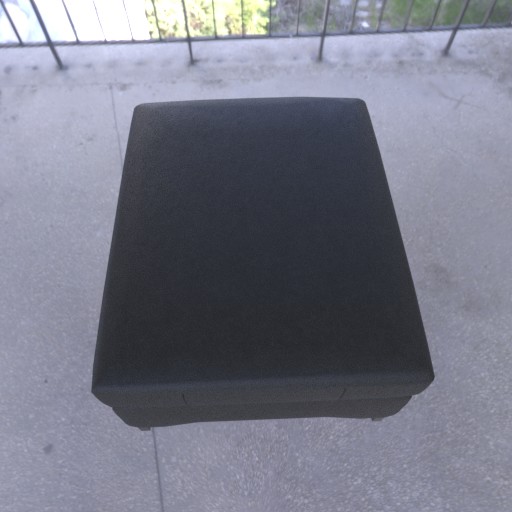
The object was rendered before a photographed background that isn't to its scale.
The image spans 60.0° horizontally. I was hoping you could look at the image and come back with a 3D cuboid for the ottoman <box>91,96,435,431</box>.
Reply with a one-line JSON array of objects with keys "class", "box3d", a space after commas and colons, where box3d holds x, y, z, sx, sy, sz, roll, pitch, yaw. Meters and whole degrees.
[{"class": "ottoman", "box3d": [0.000, 0.000, 1.734, 0.967, 0.696, 1.187, -2, 58, -1]}]
